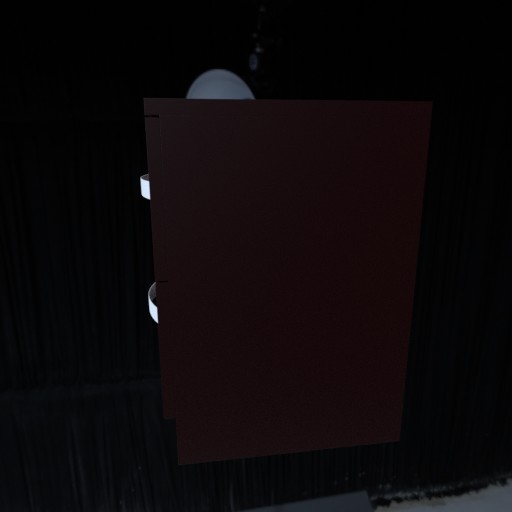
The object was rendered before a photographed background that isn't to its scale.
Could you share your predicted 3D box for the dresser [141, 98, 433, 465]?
[{"bbox_3d":[0.000,0.000,0.748,0.360,0.470,0.400,-2,15,-9],"label":"dresser"}]
